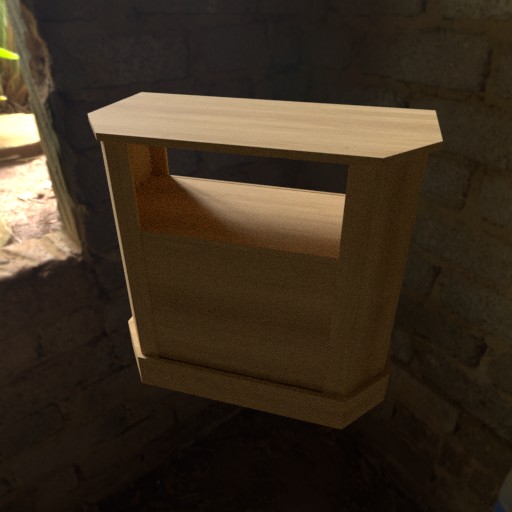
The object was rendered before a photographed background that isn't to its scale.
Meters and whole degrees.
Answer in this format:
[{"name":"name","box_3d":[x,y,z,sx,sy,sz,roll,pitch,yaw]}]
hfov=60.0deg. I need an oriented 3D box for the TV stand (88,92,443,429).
[{"name":"TV stand","box_3d":[0.000,0.000,1.282,0.851,0.781,0.425,8,32,14]}]
